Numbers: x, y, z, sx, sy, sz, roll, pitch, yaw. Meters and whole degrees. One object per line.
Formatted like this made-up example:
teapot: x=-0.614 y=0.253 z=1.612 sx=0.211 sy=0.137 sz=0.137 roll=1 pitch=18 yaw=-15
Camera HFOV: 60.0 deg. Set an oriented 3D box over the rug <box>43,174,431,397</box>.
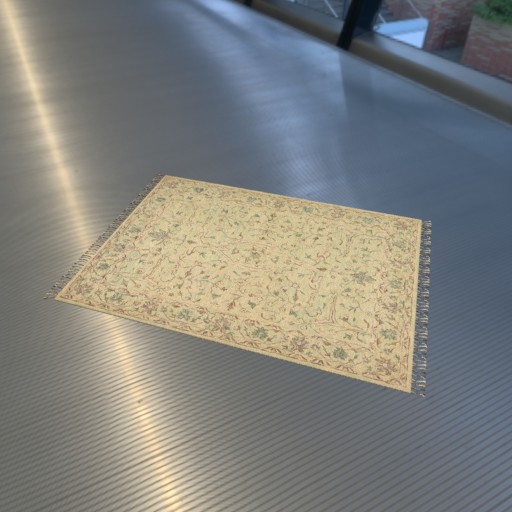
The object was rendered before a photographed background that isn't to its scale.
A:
rug: x=0.000 y=0.000 z=2.406 sx=1.802 sy=0.008 sz=1.247 roll=12 pitch=43 yaw=13
